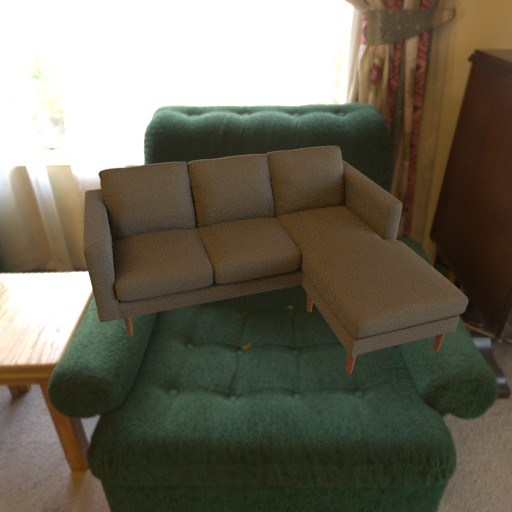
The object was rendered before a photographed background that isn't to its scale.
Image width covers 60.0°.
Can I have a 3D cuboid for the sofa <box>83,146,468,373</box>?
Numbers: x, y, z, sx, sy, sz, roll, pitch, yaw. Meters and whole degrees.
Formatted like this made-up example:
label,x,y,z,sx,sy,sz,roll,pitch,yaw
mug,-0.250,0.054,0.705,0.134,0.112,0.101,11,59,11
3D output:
label,x,y,z,sx,sy,sz,roll,pitch,yaw
sofa,0.000,0.000,2.861,2.031,0.897,1.591,-9,33,-15
